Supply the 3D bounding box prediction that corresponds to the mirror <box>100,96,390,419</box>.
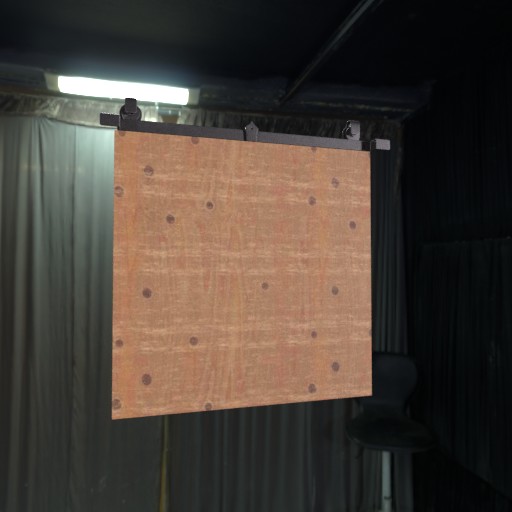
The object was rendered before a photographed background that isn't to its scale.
[{"bbox_3d":[0.000,0.000,1.203,0.805,0.800,0.054,0,-2,-17],"label":"mirror"}]
